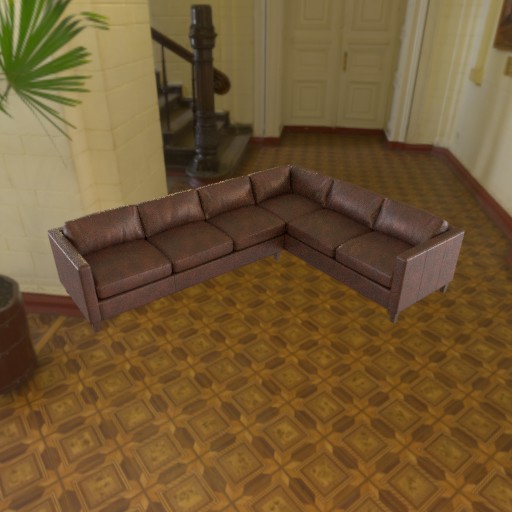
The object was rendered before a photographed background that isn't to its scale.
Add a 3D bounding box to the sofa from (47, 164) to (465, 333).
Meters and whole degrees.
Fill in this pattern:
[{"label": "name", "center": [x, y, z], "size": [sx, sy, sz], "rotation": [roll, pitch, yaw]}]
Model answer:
[{"label": "sofa", "center": [0.000, 0.000, 4.338], "size": [3.152, 0.836, 2.438], "rotation": [-21, 36, -32]}]
